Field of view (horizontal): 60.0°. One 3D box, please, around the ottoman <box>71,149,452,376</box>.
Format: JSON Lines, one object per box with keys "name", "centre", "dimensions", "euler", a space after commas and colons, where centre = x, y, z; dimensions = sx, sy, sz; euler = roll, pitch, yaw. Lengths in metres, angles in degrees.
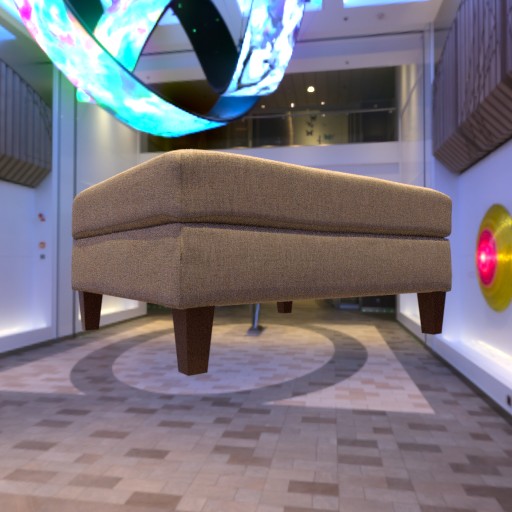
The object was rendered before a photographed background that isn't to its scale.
{"name": "ottoman", "centre": [0.000, 0.000, 1.449], "dimensions": [0.976, 0.492, 0.836], "euler": [1, -1, -36]}
